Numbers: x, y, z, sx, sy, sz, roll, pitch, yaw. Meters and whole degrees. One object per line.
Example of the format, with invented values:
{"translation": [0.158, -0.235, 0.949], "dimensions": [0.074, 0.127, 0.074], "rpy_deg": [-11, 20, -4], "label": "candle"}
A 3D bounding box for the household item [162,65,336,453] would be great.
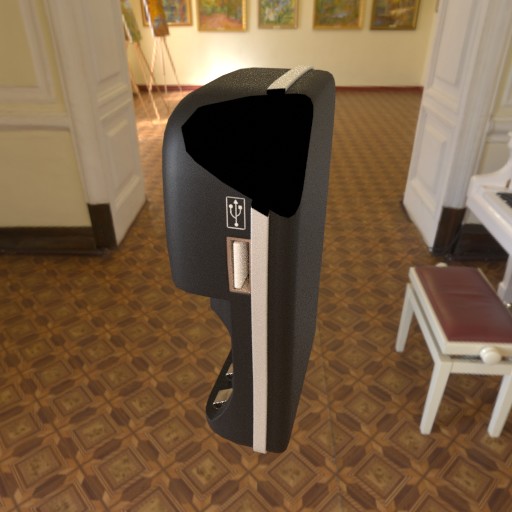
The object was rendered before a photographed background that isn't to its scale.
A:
{"translation": [0.000, 0.000, 0.147], "dimensions": [0.038, 0.114, 0.070], "rpy_deg": [8, 31, 13], "label": "household item"}
